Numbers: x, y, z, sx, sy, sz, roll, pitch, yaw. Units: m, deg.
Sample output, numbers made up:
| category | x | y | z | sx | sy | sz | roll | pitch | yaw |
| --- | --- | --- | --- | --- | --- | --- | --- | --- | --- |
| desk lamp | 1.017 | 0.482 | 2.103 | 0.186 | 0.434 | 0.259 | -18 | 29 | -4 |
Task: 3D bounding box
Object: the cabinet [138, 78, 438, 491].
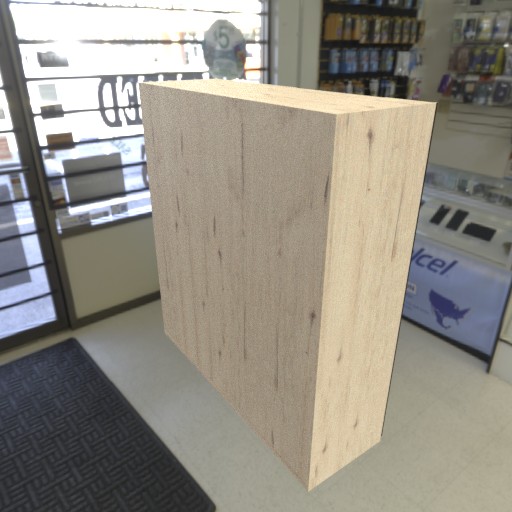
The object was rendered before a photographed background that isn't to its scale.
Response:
| category | x | y | z | sx | sy | sz | roll | pitch | yaw |
| --- | --- | --- | --- | --- | --- | --- | --- | --- | --- |
| cabinet | 0.000 | 0.000 | 3.101 | 0.660 | 2.180 | 2.000 | -17 | 30 | -32 |
